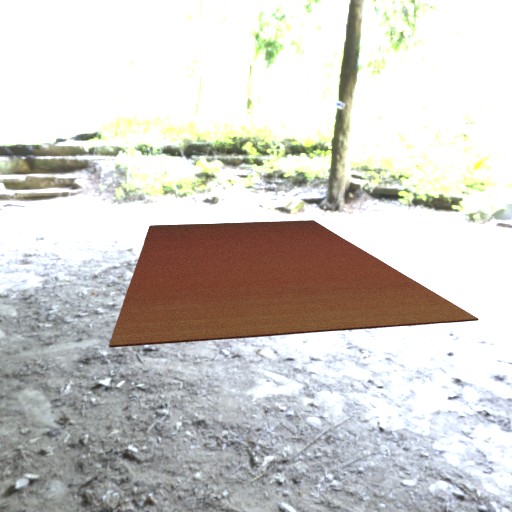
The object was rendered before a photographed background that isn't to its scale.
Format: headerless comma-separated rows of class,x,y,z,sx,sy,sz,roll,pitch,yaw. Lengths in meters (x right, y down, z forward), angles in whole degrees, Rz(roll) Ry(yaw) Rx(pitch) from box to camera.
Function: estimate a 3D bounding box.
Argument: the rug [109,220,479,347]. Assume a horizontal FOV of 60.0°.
rug,0.000,0.000,2.936,1.531,0.010,2.442,-2,15,-9
